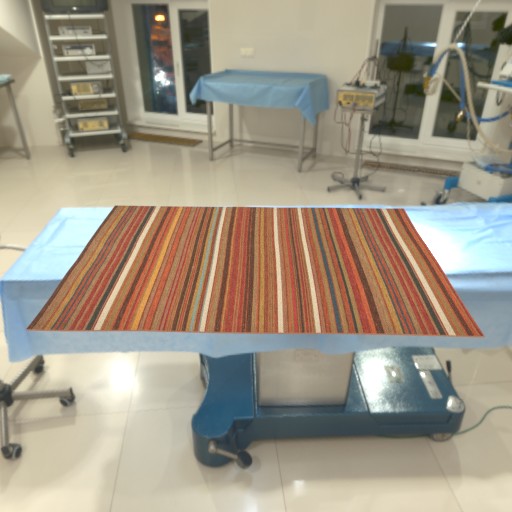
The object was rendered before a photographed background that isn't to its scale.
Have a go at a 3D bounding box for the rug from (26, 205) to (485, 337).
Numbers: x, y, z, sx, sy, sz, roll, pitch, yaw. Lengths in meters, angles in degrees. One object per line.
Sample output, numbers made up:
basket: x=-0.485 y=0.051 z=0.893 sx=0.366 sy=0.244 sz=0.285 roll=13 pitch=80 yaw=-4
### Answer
rug: x=0.000 y=0.000 z=2.277 sx=1.828 sy=0.007 sz=1.217 roll=1 pitch=30 yaw=1
